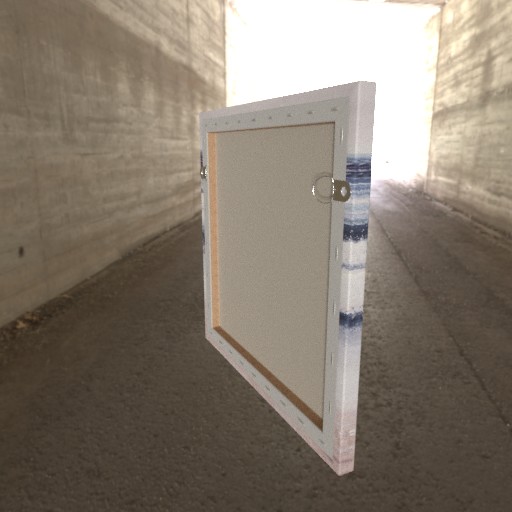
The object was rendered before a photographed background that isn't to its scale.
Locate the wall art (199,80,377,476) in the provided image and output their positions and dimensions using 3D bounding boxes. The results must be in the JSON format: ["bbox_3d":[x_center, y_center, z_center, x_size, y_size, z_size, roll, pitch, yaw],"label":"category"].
[{"bbox_3d":[0.000,0.000,1.128,0.065,0.747,0.755,-7,15,-26],"label":"wall art"}]
